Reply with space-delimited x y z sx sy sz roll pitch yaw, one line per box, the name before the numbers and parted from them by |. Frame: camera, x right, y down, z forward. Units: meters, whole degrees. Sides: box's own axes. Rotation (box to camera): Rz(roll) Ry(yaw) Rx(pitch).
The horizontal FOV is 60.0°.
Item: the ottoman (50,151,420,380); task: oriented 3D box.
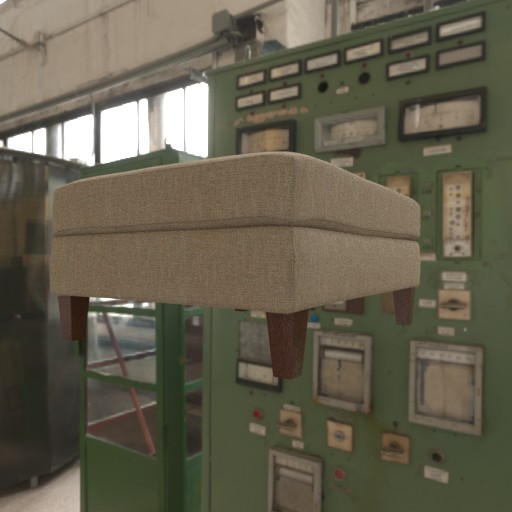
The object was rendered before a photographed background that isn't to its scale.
ottoman | 0.000 0.000 1.456 0.836 0.492 0.976 0 0 34
